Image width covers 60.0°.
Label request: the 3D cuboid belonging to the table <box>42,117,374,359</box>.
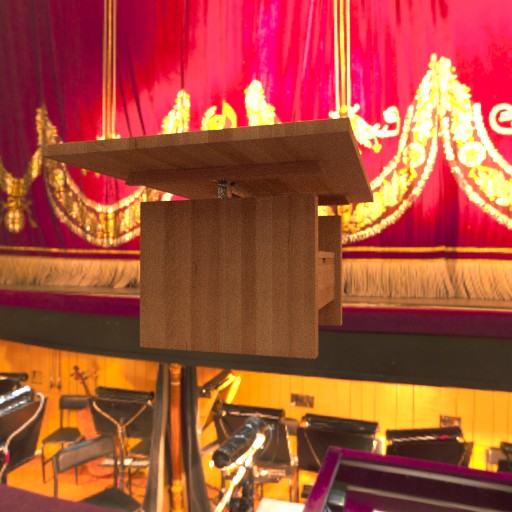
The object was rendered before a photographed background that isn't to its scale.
[{"bbox_3d":[0.000,0.000,1.446,0.700,0.510,1.100,0,0,17],"label":"table"}]
